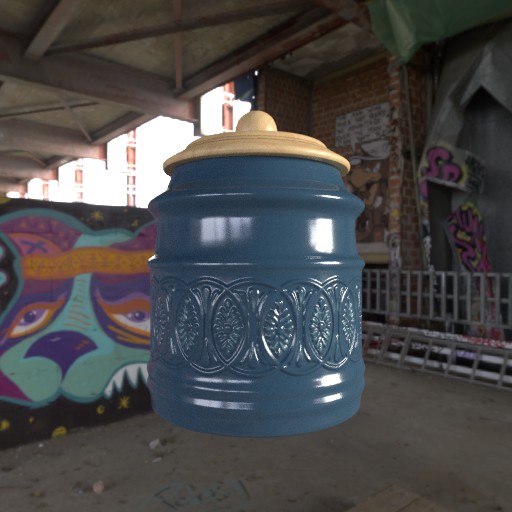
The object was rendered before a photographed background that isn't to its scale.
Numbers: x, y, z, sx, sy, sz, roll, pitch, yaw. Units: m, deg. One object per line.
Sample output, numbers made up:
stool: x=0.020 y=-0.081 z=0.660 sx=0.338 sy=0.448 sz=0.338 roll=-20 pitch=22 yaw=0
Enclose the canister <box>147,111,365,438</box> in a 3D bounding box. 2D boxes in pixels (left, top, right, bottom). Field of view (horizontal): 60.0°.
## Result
canister: x=0.000 y=0.000 z=0.271 sx=0.130 sy=0.176 sz=0.130 roll=0 pitch=0 yaw=0
